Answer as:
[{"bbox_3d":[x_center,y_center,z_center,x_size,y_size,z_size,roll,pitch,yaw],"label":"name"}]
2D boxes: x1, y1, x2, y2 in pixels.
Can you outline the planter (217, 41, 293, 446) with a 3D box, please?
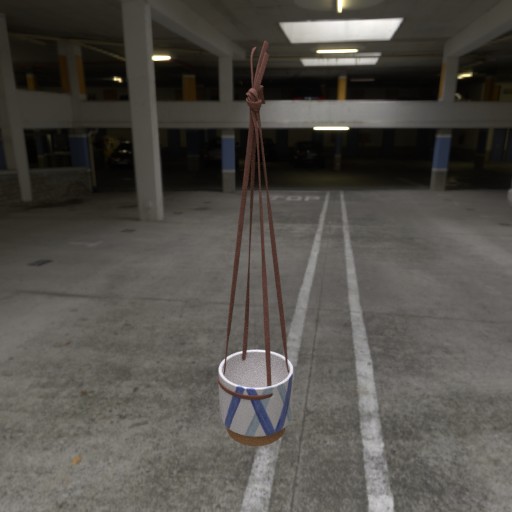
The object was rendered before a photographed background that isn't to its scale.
[{"bbox_3d":[0.000,0.000,0.833,0.153,0.753,0.157,3,17,9],"label":"planter"}]
